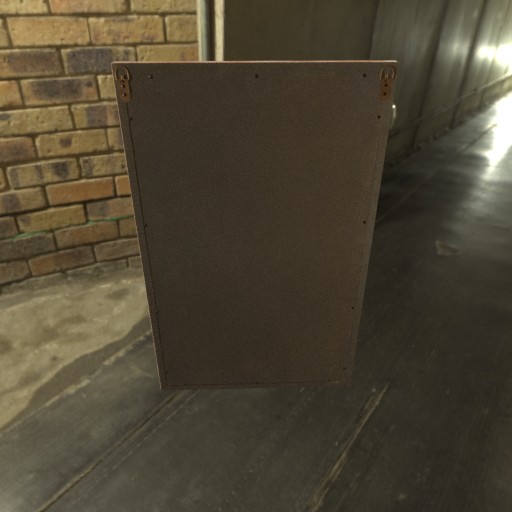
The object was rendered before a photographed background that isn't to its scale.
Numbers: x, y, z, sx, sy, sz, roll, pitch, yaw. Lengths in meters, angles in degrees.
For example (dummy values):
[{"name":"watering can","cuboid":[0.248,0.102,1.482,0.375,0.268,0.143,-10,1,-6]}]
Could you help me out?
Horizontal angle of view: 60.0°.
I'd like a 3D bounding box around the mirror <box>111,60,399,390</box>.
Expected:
[{"name":"mirror","cuboid":[0.000,0.000,0.971,0.495,0.787,0.058,-1,30,-2]}]
